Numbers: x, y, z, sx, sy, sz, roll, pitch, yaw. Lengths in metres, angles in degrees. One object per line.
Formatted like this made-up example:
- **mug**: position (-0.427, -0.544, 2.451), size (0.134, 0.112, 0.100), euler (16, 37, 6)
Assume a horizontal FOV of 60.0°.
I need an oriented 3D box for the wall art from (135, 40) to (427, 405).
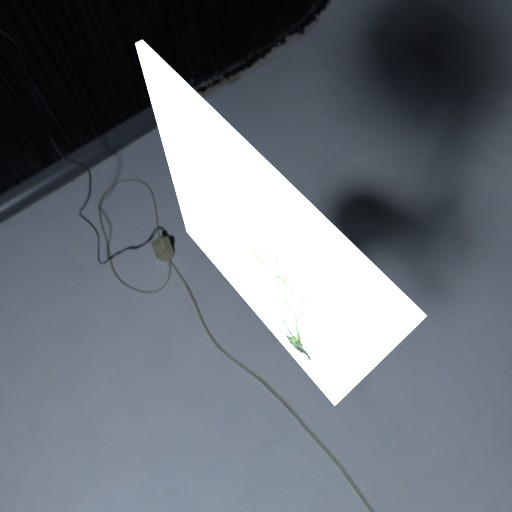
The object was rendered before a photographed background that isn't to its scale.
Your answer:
- **wall art**: position (0.000, 0.000, 0.853), size (0.013, 0.584, 0.584), euler (-36, 68, -17)
